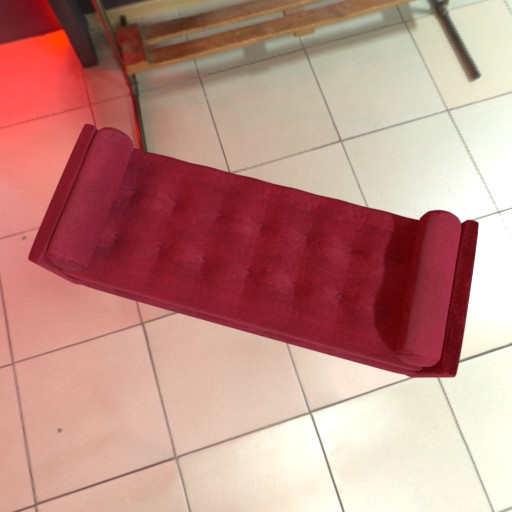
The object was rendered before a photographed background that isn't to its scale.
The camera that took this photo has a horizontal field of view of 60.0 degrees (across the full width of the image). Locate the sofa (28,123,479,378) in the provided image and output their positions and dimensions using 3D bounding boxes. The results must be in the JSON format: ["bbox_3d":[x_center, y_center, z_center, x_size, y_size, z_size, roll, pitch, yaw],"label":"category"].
[{"bbox_3d":[0.000,0.000,2.435,2.102,0.705,0.796,15,75,4],"label":"sofa"}]
